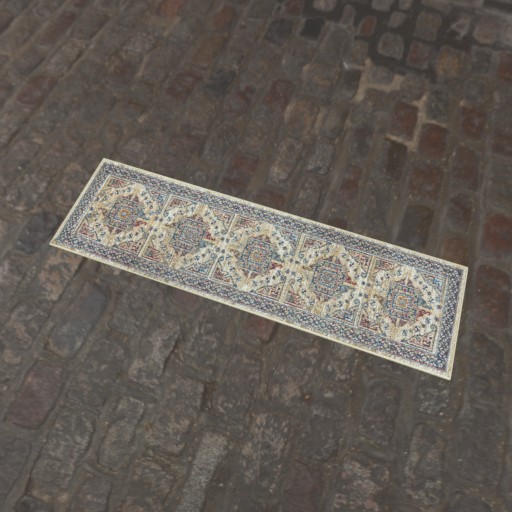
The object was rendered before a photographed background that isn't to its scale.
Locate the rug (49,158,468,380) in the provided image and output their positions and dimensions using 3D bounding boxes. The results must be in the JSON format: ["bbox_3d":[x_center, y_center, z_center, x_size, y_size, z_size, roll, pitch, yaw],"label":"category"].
[{"bbox_3d":[0.000,0.000,2.525,2.297,0.013,0.661,18,65,8],"label":"rug"}]
